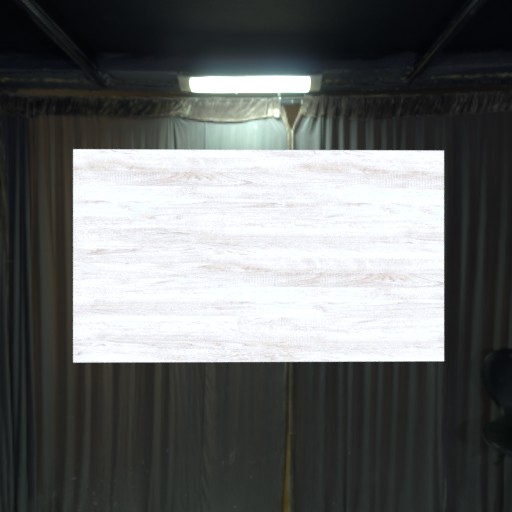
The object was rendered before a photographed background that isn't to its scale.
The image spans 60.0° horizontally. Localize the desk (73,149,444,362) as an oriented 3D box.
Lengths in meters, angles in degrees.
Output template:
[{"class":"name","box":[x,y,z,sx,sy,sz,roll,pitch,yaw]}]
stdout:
[{"class":"desk","box":[0.000,0.000,2.622,1.400,0.800,1.900,0,0,-1]}]
